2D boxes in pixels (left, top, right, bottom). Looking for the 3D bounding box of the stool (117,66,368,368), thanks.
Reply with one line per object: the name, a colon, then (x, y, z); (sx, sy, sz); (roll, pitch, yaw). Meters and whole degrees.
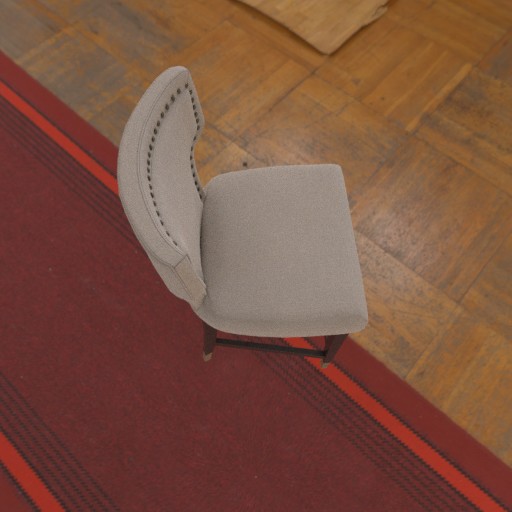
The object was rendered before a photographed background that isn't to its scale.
stool: (0.000, 0.000, 1.329); (0.563, 0.982, 0.527); (-3, 64, -1)
